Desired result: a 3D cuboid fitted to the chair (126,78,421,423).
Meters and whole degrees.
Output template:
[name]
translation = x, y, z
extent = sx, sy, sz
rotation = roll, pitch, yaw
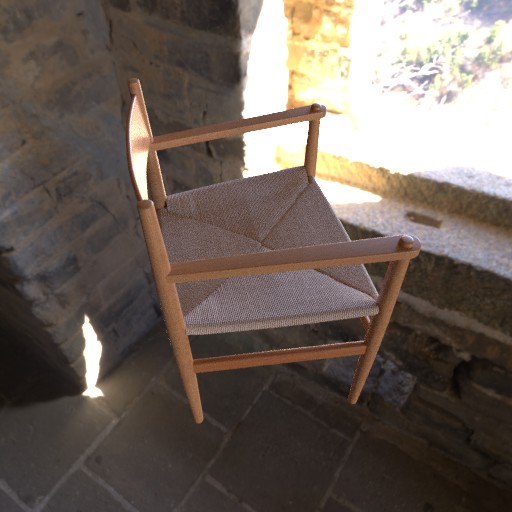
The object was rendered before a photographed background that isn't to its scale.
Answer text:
[chair]
translation = 0.000, 0.000, 1.115
extent = 0.495, 0.762, 0.556
rotation = -10, 47, -9
